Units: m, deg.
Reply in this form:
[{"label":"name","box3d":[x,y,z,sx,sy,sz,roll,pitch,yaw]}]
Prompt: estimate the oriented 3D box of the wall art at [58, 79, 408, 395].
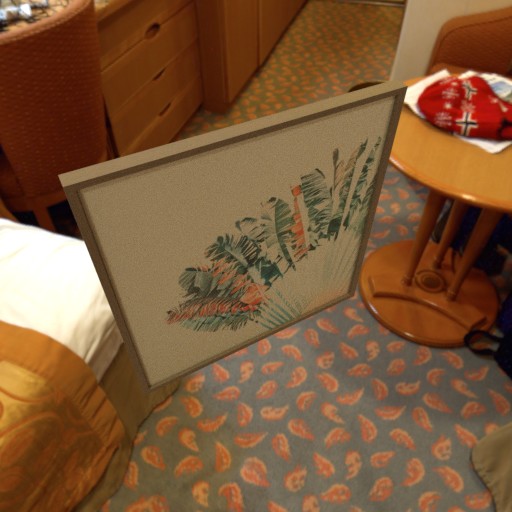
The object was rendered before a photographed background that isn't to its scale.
[{"label":"wall art","box3d":[0.000,0.000,1.157,0.761,0.758,0.038,-22,50,-20]}]
